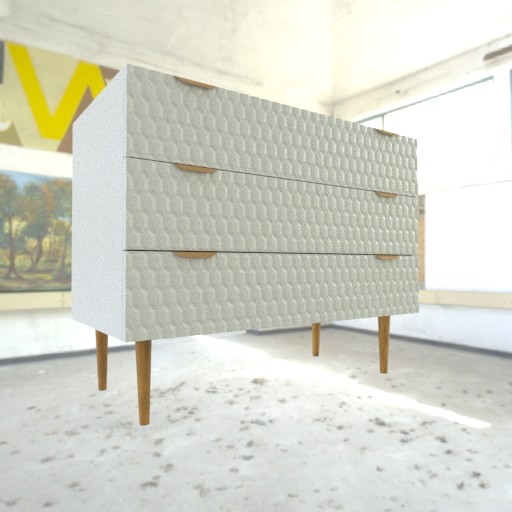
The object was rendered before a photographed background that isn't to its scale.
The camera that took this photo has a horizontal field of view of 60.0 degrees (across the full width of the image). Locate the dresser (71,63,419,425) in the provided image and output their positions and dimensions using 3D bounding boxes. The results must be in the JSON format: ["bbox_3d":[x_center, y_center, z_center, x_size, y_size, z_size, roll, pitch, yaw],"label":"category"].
[{"bbox_3d":[0.000,0.000,1.277,0.905,0.721,0.457,1,-1,-35],"label":"dresser"}]
